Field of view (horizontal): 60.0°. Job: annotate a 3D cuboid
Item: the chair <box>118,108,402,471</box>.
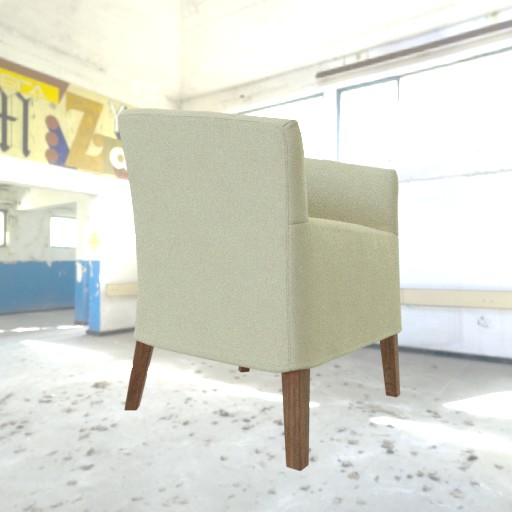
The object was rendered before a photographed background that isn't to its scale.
[{"bbox_3d":[0.000,0.000,1.262,0.657,0.822,0.643,0,-1,36],"label":"chair"}]
